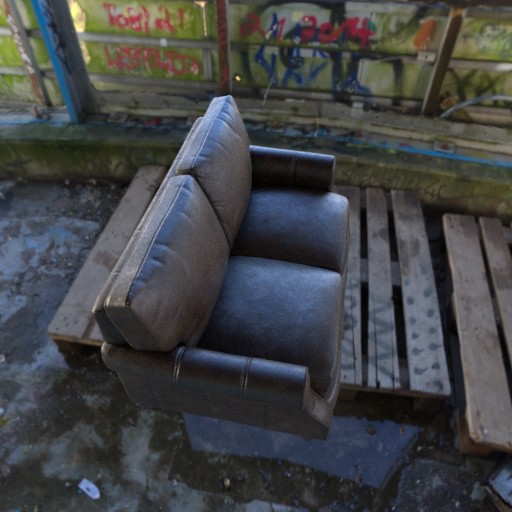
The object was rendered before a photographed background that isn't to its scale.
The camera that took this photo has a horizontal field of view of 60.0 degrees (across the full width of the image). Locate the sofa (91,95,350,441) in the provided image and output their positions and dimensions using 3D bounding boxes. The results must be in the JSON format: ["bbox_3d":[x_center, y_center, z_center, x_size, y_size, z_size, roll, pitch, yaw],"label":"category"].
[{"bbox_3d":[0.000,0.000,2.271,0.990,0.976,1.616,8,47,8],"label":"sofa"}]
